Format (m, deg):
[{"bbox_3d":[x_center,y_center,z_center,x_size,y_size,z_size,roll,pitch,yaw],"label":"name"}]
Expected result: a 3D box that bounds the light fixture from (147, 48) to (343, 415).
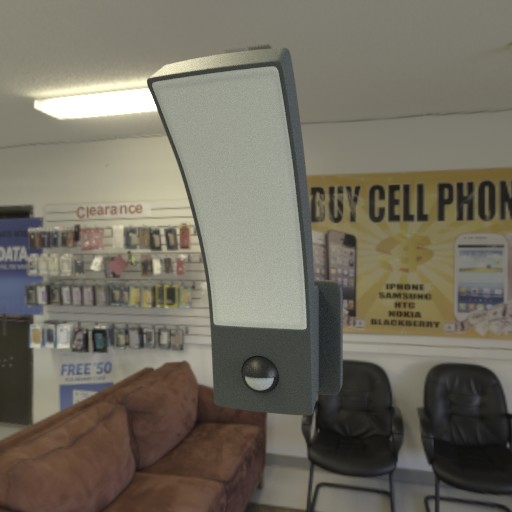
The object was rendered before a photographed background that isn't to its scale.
[{"bbox_3d":[0.000,0.000,0.329,0.108,0.243,0.174,0,0,18],"label":"light fixture"}]
